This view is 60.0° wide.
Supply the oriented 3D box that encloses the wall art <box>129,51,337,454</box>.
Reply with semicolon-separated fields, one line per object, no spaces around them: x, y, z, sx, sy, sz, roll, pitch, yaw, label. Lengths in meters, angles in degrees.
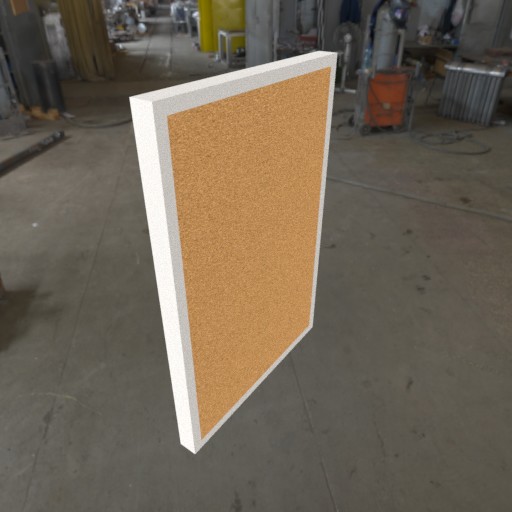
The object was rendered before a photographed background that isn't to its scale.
0.000;0.000;0.837;0.038;0.657;0.450;21;38;30;wall art
